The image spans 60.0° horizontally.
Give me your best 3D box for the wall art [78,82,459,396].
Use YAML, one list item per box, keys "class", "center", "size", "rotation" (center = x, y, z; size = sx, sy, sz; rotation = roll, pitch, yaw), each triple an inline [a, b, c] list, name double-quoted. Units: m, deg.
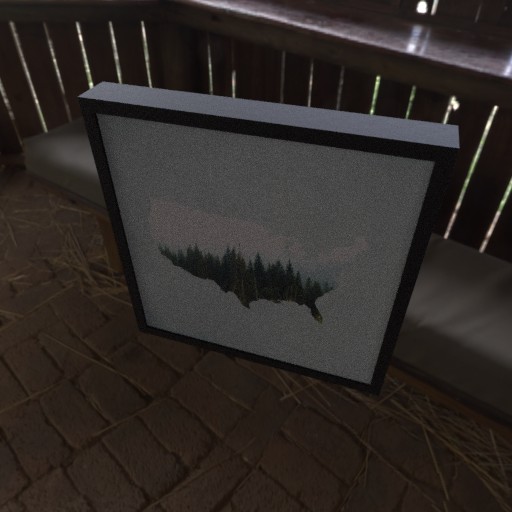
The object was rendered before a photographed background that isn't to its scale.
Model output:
- class: "wall art"
  center: [0.000, 0.000, 0.450]
  size: [0.304, 0.304, 0.038]
  rotation: [12, 42, 14]
